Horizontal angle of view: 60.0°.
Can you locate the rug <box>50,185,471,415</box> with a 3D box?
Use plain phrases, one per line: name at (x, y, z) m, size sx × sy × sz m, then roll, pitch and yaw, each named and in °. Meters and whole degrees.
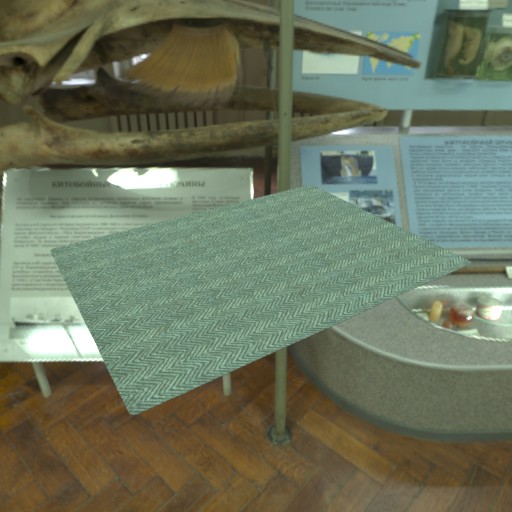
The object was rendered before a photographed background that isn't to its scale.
rug at (0.000, 0.000, 5.125) m, size 3.957 × 0.011 × 2.894 m, roll -18°, pitch 34°, yaw -28°
